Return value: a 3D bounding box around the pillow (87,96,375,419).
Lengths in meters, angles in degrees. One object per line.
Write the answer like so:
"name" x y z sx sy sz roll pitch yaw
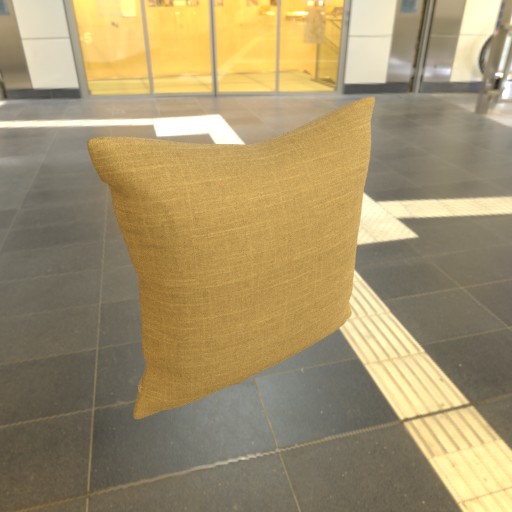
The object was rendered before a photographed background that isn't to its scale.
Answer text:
"pillow" 0.000 0.000 0.636 0.424 0.400 0.169 -19 35 -29
